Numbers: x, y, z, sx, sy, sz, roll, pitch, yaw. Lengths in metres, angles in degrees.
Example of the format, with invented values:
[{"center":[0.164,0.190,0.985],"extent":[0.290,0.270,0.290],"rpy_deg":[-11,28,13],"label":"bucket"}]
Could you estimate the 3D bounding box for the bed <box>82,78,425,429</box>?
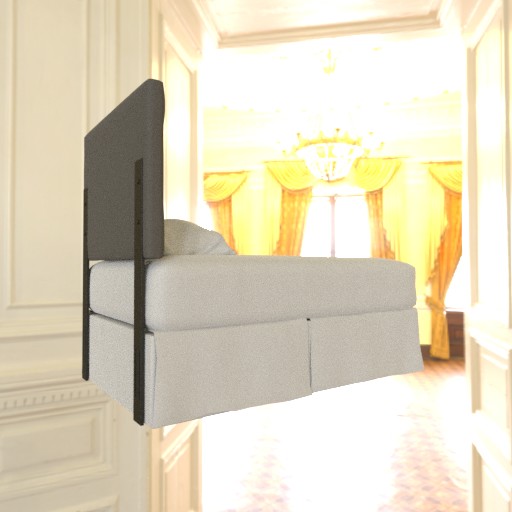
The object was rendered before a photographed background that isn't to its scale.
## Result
[{"center":[0.000,0.000,2.989],"extent":[1.997,1.571,1.261],"rpy_deg":[1,-1,-35],"label":"bed"}]
